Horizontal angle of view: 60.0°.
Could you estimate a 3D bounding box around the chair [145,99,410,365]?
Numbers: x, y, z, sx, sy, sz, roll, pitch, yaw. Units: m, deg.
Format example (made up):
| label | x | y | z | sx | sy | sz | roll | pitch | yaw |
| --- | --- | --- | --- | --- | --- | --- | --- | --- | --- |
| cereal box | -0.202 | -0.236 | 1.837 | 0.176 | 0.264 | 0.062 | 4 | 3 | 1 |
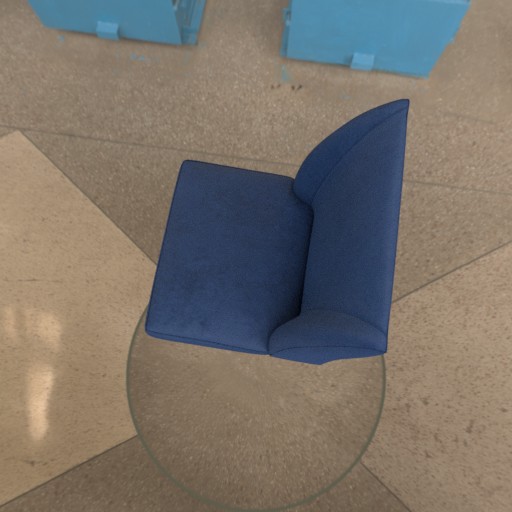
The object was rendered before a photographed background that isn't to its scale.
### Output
| label | x | y | z | sx | sy | sz | roll | pitch | yaw |
| --- | --- | --- | --- | --- | --- | --- | --- | --- | --- |
| chair | 0.000 | 0.000 | 1.182 | 0.522 | 0.863 | 0.508 | 9 | 76 | 2 |
